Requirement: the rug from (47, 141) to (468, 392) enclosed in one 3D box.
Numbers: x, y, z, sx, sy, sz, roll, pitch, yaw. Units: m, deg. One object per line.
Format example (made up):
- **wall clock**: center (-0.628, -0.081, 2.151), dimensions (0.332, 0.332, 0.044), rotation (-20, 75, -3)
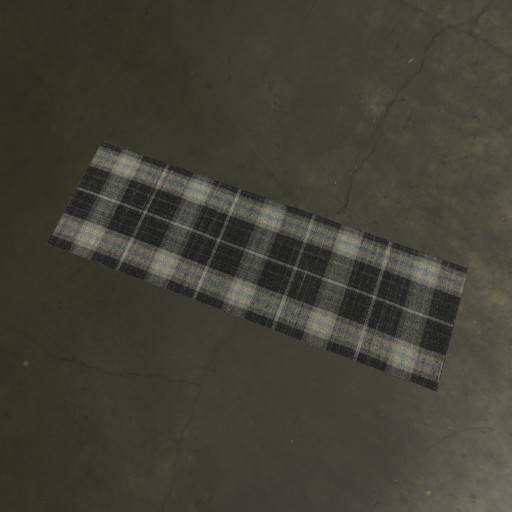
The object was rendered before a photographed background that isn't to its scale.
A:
- **rug**: center (0.000, 0.000, 2.671), dimensions (2.434, 0.012, 0.760), rotation (20, 75, 6)
